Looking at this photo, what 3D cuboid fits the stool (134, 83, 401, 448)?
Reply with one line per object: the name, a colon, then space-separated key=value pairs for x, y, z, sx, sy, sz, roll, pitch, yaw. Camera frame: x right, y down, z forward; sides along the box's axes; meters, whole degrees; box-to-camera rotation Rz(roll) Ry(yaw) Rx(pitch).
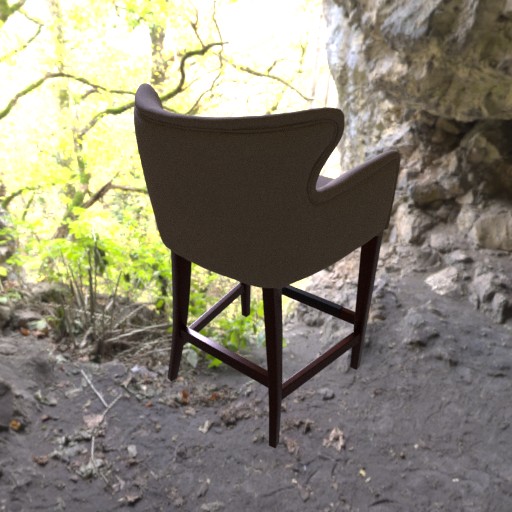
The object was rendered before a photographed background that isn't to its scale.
stool: x=0.000 y=0.000 z=1.323 sx=0.601 sy=0.951 sz=0.570 roll=21 pitch=35 yaw=33
